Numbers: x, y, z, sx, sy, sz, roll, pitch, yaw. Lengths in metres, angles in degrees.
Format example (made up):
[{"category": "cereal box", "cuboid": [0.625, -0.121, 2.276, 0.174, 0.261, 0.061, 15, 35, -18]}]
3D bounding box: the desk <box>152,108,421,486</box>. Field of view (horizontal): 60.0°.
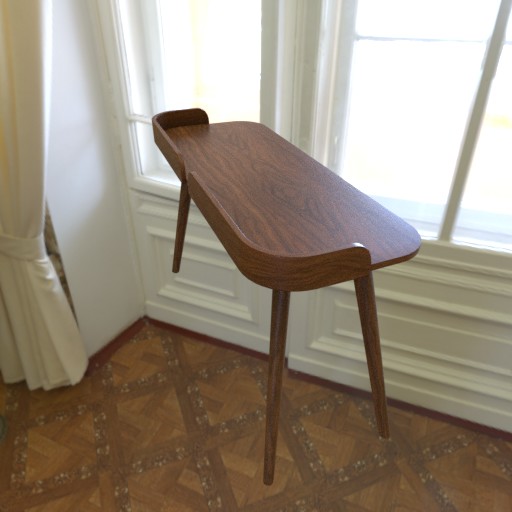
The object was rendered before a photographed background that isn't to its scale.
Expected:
[{"category": "desk", "cuboid": [0.000, 0.000, 1.661, 0.486, 0.800, 1.256, -12, 34, -18]}]
